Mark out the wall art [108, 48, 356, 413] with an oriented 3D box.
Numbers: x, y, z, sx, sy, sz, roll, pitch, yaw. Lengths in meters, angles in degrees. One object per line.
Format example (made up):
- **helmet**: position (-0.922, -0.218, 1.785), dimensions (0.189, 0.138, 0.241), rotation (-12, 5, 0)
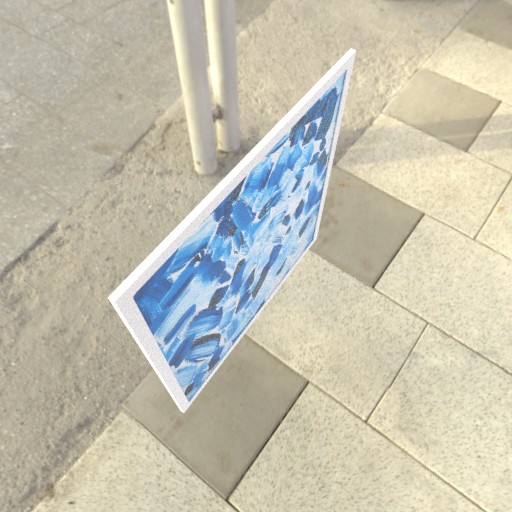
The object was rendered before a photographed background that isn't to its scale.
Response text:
- **wall art**: position (0.000, 0.000, 1.236), dimensions (0.015, 0.812, 0.812), rotation (31, 63, 18)
